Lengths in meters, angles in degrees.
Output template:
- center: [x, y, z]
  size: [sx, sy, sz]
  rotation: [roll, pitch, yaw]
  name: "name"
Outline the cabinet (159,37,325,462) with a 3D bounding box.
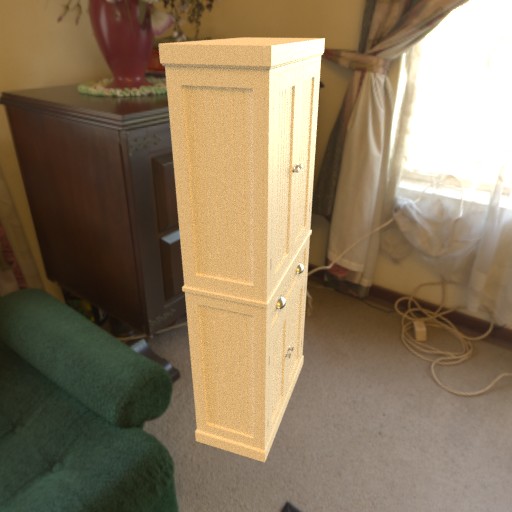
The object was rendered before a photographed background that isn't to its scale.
- center: [0.000, 0.000, 2.092]
  size: [0.390, 1.829, 0.754]
  rotation: [9, 29, 17]
  name: "cabinet"
